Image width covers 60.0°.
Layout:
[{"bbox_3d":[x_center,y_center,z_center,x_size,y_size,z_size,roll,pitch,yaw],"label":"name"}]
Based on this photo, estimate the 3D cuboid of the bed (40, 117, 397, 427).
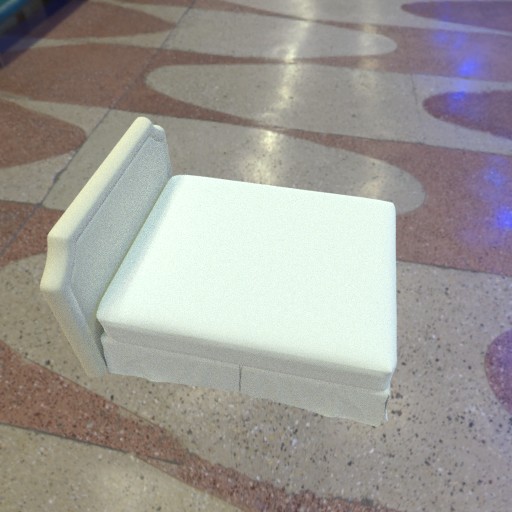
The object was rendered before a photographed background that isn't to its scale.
[{"bbox_3d":[0.000,0.000,3.312,2.209,1.296,1.827,9,47,8],"label":"bed"}]
